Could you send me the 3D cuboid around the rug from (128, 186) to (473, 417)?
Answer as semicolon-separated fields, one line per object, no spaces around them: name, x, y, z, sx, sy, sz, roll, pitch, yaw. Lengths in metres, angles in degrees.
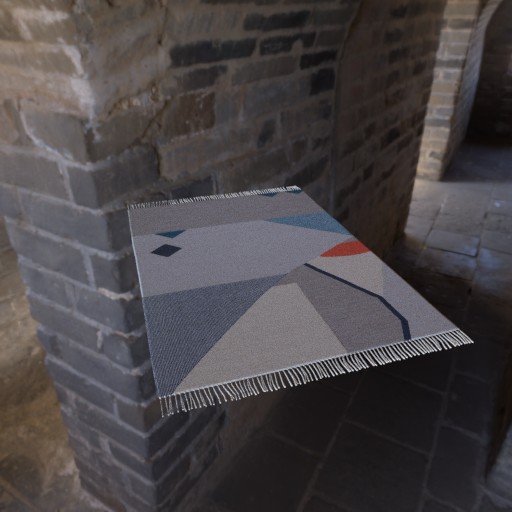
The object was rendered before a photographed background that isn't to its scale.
rug;0.000;0.000;2.333;1.220;0.005;1.828;-9;30;-15
